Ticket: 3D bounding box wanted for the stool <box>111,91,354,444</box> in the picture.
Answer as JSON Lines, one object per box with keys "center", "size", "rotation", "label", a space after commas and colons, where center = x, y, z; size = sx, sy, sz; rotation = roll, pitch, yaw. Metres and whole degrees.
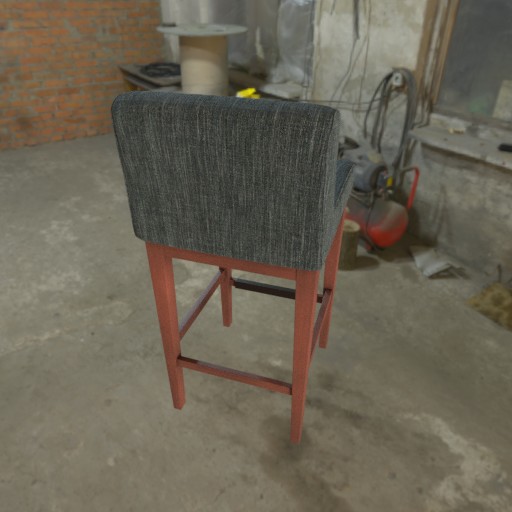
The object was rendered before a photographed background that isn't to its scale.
{"center": [0.000, 0.000, 1.102], "size": [0.395, 0.835, 0.459], "rotation": [10, 33, 16], "label": "stool"}
